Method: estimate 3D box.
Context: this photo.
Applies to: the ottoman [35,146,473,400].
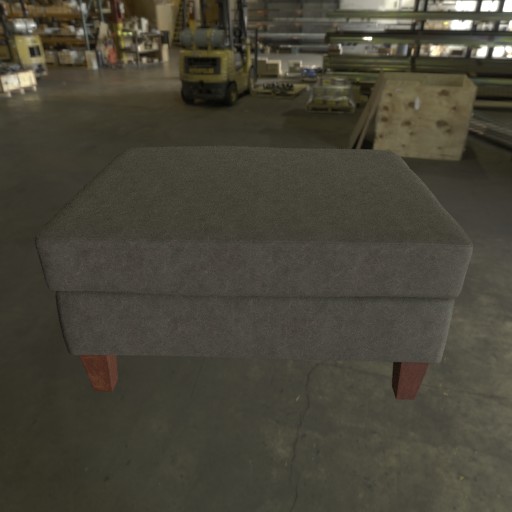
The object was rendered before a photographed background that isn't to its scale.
[{"bbox_3d":[0.000,0.000,1.193,0.839,0.464,0.639,1,29,2],"label":"ottoman"}]
